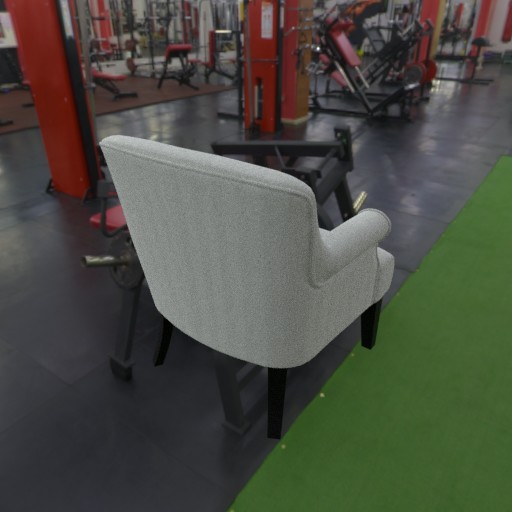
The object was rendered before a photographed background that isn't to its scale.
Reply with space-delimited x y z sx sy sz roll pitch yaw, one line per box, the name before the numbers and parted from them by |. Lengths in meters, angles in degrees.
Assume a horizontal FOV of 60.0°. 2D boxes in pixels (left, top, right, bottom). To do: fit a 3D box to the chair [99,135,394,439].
chair | 0.000 0.000 1.511 0.781 0.875 0.750 20 34 32
